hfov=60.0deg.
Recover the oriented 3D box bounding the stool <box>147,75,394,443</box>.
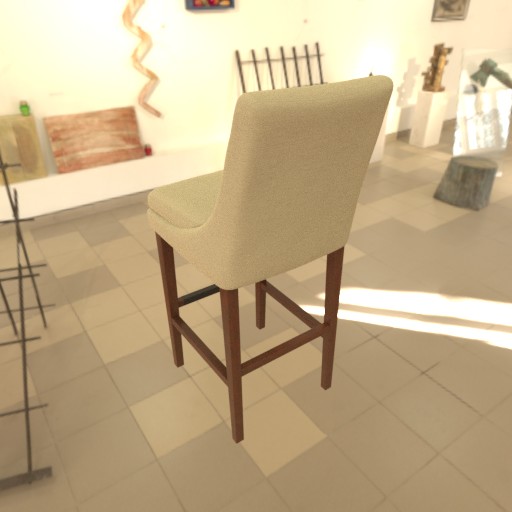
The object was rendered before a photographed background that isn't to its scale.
[{"bbox_3d":[0.000,0.000,1.374,0.470,1.078,0.577,-20,36,-30],"label":"stool"}]
